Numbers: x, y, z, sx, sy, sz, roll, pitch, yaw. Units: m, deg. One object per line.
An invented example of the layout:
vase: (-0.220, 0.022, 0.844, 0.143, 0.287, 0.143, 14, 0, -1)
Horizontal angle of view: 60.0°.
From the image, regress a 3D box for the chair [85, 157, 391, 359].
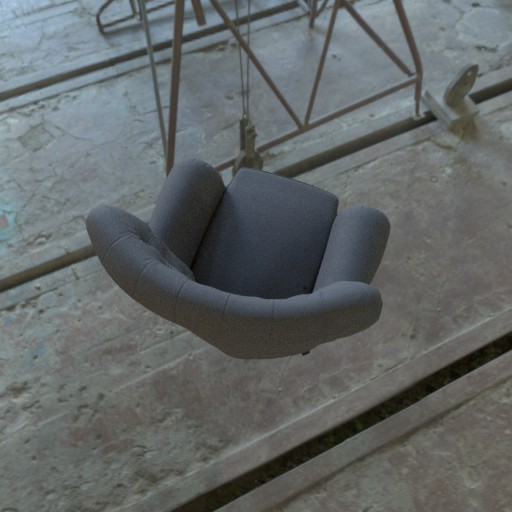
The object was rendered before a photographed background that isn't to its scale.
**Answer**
chair: (0.000, 0.000, 1.802, 0.983, 1.046, 0.983, 17, 64, 8)
